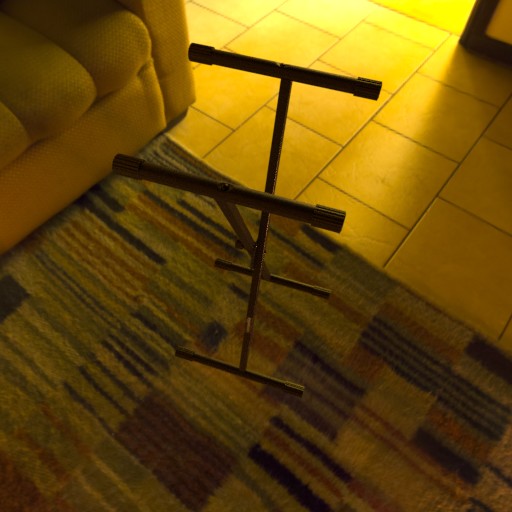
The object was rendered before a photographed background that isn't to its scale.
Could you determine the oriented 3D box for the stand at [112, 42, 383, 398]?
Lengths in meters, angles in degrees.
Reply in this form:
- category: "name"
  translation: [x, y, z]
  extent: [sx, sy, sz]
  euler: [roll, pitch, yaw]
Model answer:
- category: "stand"
  translation: [0.000, 0.000, 1.192]
  extent: [0.449, 0.940, 0.409]
  euler: [16, 60, 9]
